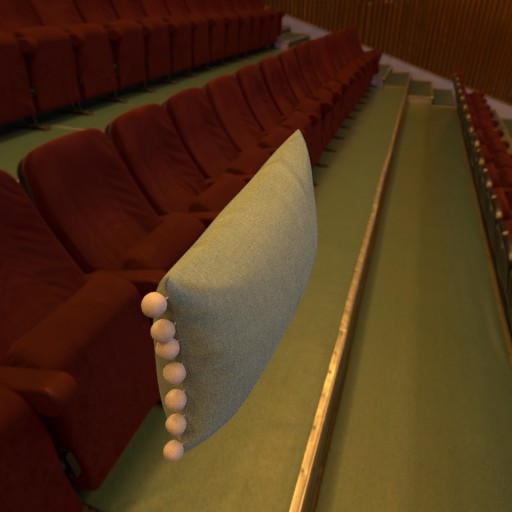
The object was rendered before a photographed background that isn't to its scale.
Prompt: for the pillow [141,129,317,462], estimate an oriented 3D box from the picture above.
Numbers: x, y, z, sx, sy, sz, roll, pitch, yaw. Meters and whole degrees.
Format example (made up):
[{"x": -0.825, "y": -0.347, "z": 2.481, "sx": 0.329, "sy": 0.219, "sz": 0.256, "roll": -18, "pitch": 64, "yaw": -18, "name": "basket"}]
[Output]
[{"x": 0.000, "y": 0.000, "z": 0.841, "sx": 0.201, "sy": 0.322, "sz": 0.709, "roll": 9, "pitch": 31, "yaw": 16, "name": "pillow"}]
